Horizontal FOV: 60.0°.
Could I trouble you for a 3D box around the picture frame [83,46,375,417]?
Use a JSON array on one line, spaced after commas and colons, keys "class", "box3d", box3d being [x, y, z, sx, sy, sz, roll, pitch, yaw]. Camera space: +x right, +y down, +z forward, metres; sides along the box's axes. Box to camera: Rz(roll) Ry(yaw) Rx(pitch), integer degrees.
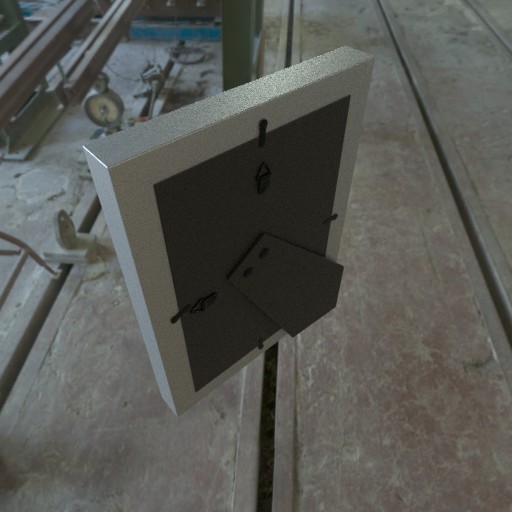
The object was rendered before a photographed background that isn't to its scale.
[{"class": "picture frame", "box3d": [0.000, 0.000, 0.277, 0.157, 0.208, 0.028, -32, 53, -28]}]
